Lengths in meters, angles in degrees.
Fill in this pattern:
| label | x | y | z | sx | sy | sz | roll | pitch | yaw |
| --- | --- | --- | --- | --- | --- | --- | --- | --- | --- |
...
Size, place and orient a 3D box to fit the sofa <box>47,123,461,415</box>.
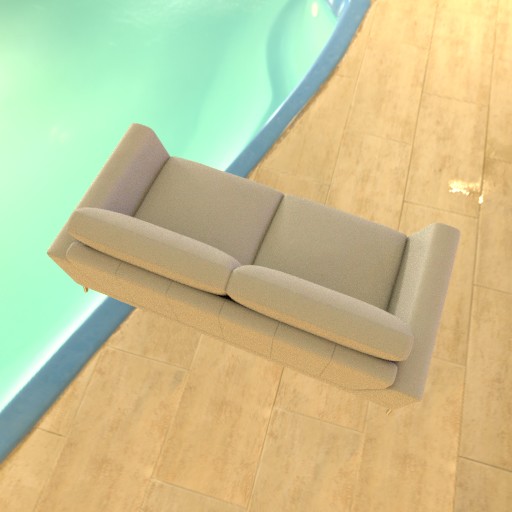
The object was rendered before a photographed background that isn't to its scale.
| label | x | y | z | sx | sy | sz | roll | pitch | yaw |
| --- | --- | --- | --- | --- | --- | --- | --- | --- | --- |
| sofa | 0.000 | 0.000 | 2.495 | 2.017 | 0.875 | 0.953 | 20 | 67 | 9 |
